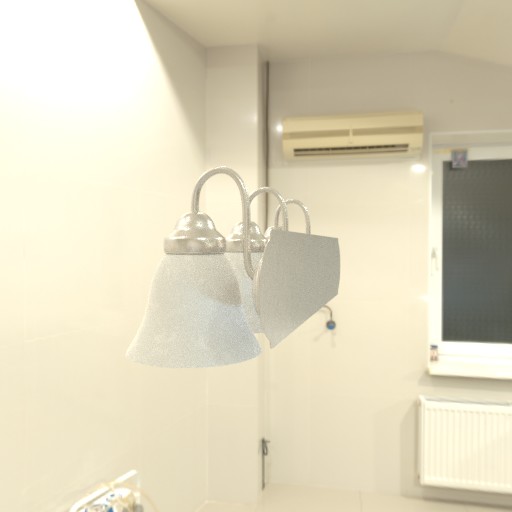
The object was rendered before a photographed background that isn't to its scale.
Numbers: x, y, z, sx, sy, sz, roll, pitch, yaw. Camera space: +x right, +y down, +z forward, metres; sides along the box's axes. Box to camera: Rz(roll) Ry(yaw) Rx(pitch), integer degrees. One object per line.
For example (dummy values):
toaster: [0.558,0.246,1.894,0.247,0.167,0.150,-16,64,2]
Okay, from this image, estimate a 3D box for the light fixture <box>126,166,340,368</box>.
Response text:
light fixture: [0.000,0.000,0.719,0.199,0.222,0.610,0,1,17]
